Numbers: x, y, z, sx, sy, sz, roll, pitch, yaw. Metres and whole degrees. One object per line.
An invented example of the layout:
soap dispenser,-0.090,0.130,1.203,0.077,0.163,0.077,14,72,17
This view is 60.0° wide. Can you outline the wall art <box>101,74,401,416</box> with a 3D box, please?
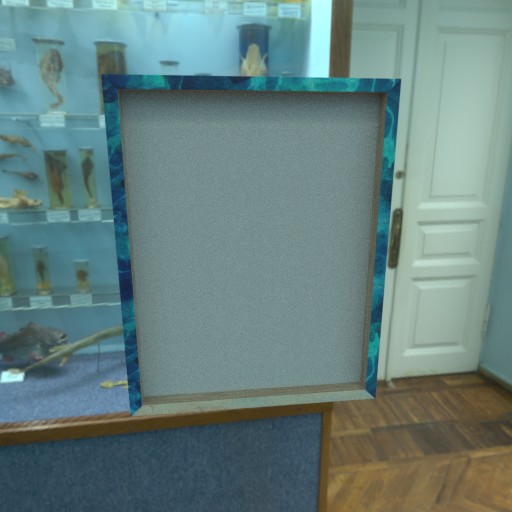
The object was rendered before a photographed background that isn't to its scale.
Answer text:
wall art,0.000,0.000,0.846,0.508,0.635,0.038,-2,15,-7
